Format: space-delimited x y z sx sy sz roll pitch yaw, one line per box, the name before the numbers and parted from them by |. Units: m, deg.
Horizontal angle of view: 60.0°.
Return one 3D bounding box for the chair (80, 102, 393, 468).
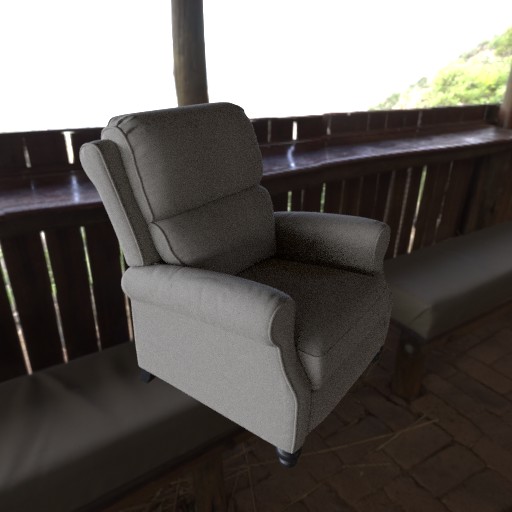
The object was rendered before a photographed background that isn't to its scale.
chair | 0.000 0.000 1.705 0.919 1.046 0.859 18 30 33
